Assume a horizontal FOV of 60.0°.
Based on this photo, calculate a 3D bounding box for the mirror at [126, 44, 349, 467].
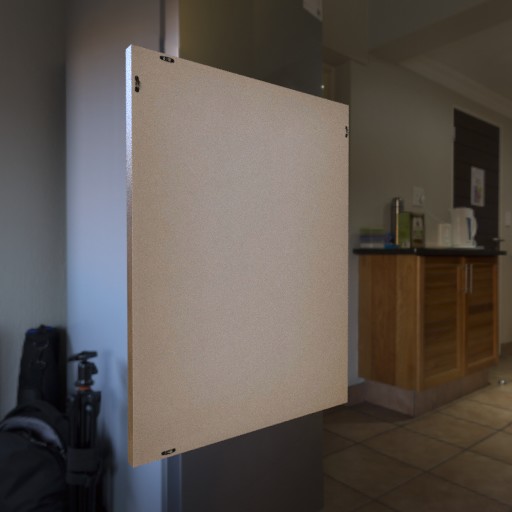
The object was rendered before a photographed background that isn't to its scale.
[{"bbox_3d":[0.000,0.000,1.302,0.762,1.016,0.040,-1,1,-37],"label":"mirror"}]
